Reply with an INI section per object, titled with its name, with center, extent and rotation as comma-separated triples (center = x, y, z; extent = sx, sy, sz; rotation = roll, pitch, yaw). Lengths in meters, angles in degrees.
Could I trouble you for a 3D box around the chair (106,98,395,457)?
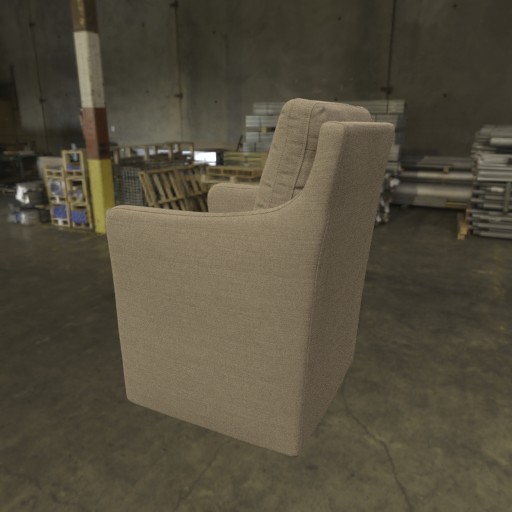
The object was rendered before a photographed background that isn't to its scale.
[chair]
center = 0.000, 0.000, 1.401
extent = 0.694, 0.914, 0.626
rotation = 8, 18, 25
